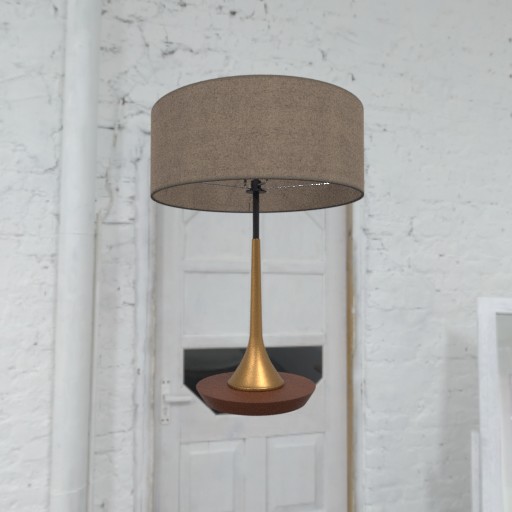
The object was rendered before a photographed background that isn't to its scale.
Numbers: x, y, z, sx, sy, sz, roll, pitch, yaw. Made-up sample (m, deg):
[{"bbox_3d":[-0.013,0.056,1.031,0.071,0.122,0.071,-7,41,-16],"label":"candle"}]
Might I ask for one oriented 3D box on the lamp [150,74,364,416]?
[{"bbox_3d":[0.000,0.000,0.857,0.396,0.551,0.417,1,-2,-36],"label":"lamp"}]
